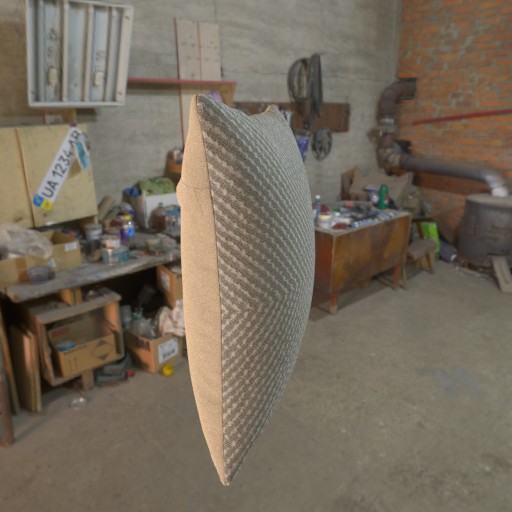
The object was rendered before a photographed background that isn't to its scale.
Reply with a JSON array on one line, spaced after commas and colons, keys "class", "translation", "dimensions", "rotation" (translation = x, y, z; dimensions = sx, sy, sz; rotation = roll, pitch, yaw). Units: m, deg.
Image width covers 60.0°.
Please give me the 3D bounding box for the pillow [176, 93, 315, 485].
[{"class": "pillow", "translation": [0.000, 0.000, 0.690], "dimensions": [0.181, 0.458, 0.459], "rotation": [3, 18, 11]}]
